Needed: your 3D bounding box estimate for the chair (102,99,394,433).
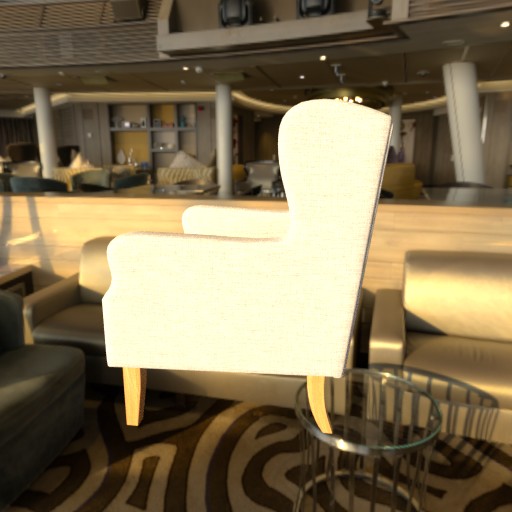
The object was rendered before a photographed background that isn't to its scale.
[{"bbox_3d":[0.000,0.000,1.495,0.760,0.930,0.710,2,13,9],"label":"chair"}]
